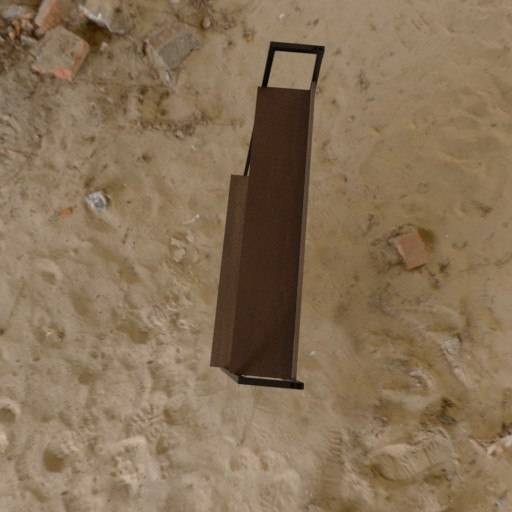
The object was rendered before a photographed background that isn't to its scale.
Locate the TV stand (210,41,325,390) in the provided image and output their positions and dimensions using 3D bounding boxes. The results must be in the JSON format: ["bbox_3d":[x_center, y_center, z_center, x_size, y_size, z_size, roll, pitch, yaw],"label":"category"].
[{"bbox_3d":[0.000,0.000,2.388,0.432,1.772,1.250,5,77,1],"label":"TV stand"}]
